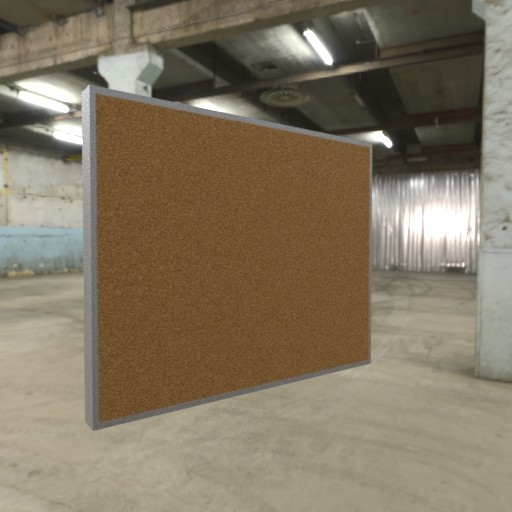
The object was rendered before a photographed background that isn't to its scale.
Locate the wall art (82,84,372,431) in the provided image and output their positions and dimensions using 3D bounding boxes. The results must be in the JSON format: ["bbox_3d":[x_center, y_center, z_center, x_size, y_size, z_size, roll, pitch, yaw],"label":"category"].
[{"bbox_3d":[0.000,0.000,0.755,0.557,0.450,0.037,-1,2,-36],"label":"wall art"}]
